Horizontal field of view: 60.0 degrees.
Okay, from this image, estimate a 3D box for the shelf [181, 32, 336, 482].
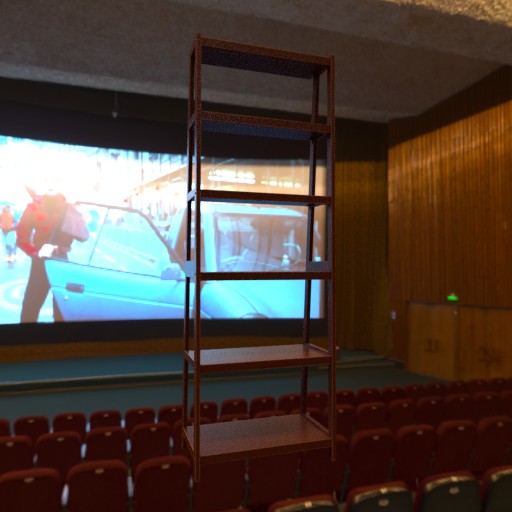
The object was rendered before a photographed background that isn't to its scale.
[{"bbox_3d":[0.000,0.000,2.146,0.660,1.892,0.381,0,-1,-18],"label":"shelf"}]
